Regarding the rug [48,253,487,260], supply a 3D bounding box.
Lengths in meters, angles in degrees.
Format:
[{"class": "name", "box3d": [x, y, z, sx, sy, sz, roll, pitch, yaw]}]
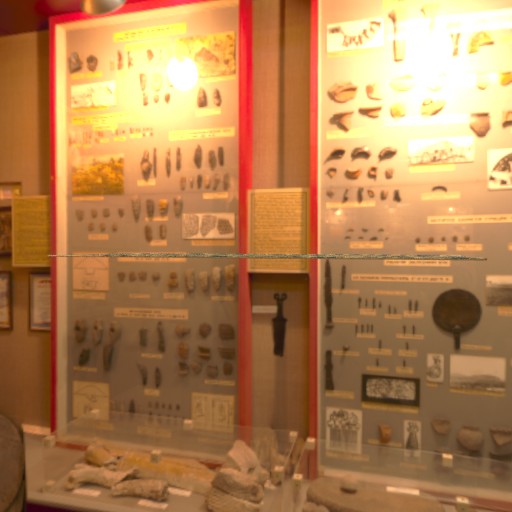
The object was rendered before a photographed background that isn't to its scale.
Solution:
[{"class": "rug", "box3d": [0.000, 0.000, 2.742, 2.446, 0.011, 0.768, 0, 1, 17]}]
